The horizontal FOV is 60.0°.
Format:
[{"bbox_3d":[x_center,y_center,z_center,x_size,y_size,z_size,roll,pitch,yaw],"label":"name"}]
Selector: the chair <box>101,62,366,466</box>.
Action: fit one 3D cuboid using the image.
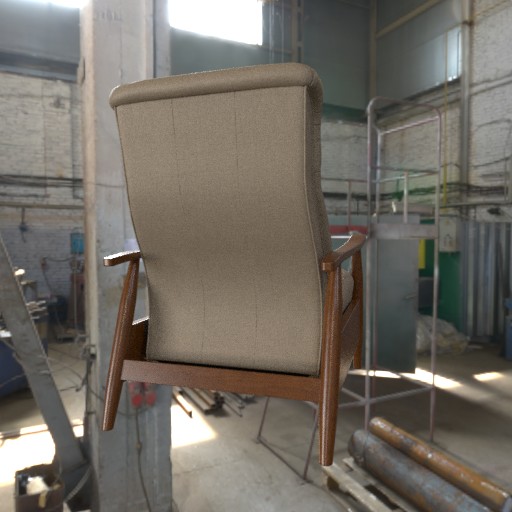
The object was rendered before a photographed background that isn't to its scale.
[{"bbox_3d":[0.000,0.000,1.730,0.762,1.082,1.032,1,2,18],"label":"chair"}]
